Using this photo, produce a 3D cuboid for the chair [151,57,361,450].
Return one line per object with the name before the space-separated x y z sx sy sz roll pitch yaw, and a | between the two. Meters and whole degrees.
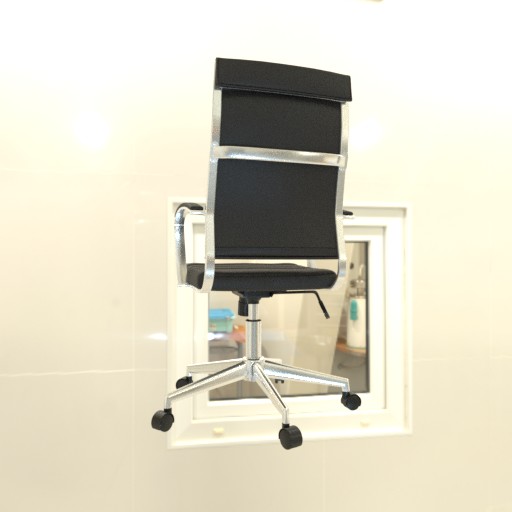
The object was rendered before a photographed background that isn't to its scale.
chair | 0.000 0.000 1.642 0.766 1.149 0.739 0 -1 -17
